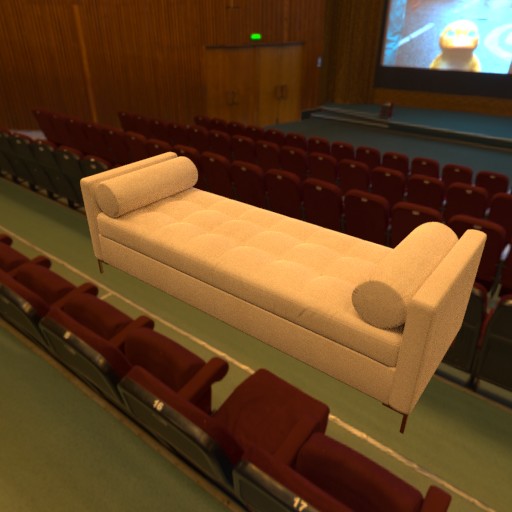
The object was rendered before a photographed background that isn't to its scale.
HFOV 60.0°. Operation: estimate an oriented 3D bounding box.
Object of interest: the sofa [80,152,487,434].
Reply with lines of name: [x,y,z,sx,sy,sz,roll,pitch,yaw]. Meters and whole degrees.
sofa: [0.000,0.000,2.330,1.981,0.635,0.686,21,36,32]
